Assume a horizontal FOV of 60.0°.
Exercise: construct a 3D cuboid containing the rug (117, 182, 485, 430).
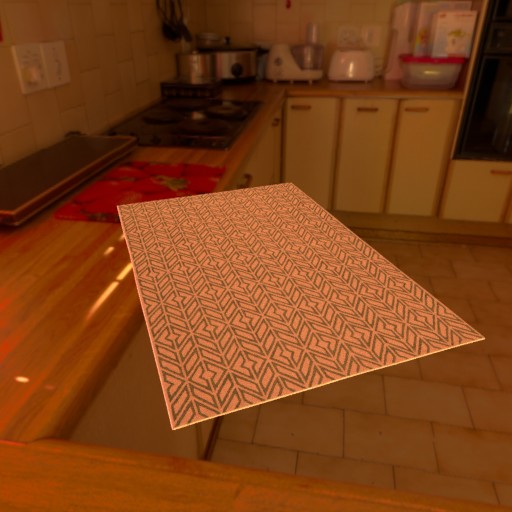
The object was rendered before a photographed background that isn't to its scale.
[{"bbox_3d":[0.000,0.000,2.278,1.220,0.007,1.828,-10,31,-18],"label":"rug"}]
